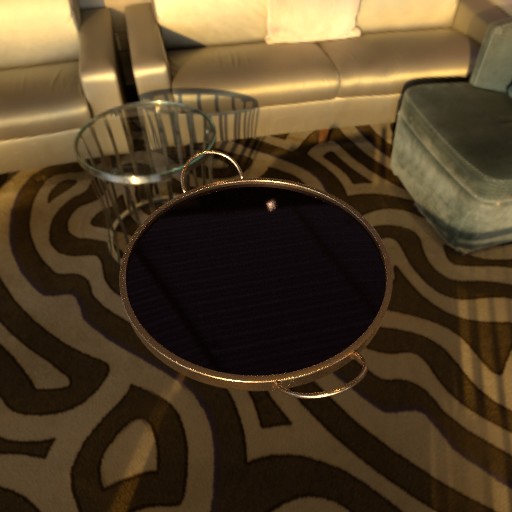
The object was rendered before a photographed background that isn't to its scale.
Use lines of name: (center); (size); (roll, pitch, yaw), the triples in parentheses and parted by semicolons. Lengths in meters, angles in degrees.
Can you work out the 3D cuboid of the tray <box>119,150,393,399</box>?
tray: (0.000, 0.000, 0.721); (0.438, 0.069, 0.543); (-17, 49, -15)
